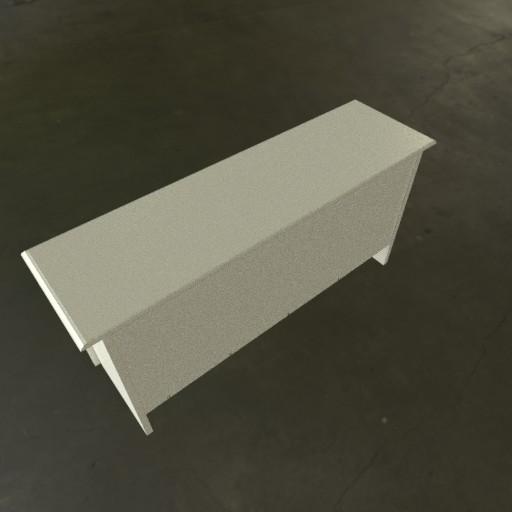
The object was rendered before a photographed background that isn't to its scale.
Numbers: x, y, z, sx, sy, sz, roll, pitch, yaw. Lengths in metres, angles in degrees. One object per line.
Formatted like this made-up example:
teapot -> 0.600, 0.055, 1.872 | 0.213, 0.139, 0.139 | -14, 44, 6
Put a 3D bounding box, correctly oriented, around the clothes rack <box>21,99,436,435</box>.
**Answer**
clothes rack -> 0.000, 0.000, 1.351 | 1.120, 0.531, 0.324 | -31, 54, -25
